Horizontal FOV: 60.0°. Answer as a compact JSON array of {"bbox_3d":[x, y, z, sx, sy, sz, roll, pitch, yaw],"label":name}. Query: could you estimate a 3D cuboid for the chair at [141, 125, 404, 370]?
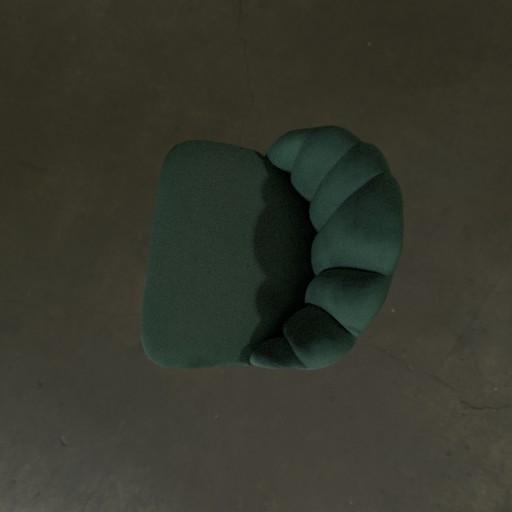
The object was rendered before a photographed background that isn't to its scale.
[{"bbox_3d":[0.000,0.000,1.275,0.599,0.819,0.657,4,76,1],"label":"chair"}]
